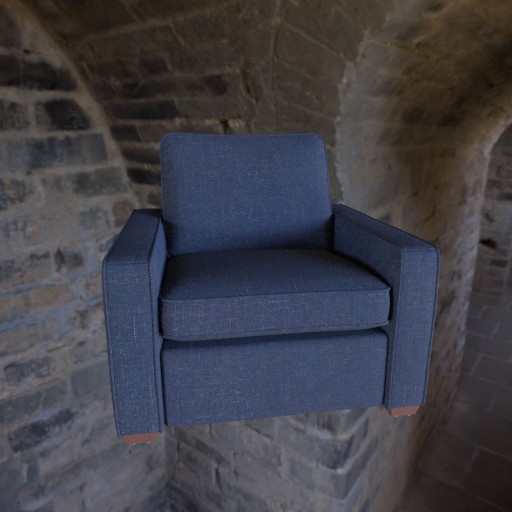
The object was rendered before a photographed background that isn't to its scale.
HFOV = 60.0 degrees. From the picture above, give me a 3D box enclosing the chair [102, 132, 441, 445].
[{"bbox_3d":[0.000,0.000,1.707,1.017,0.919,0.940,-2,15,-9],"label":"chair"}]
